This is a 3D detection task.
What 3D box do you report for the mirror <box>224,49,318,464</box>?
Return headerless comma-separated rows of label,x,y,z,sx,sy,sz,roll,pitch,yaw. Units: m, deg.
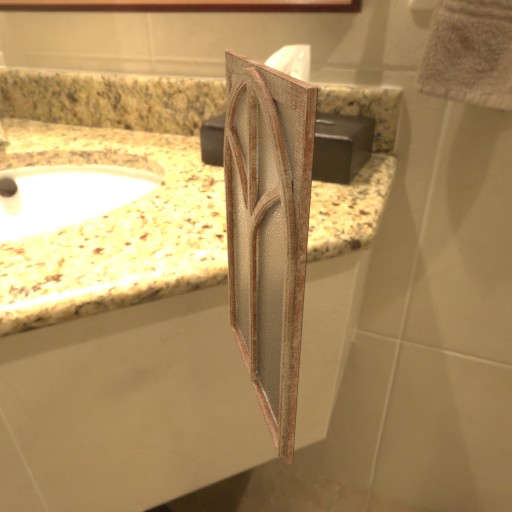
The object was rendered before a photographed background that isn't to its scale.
mirror,0.000,0.000,0.982,0.058,0.787,0.495,-8,31,-14
